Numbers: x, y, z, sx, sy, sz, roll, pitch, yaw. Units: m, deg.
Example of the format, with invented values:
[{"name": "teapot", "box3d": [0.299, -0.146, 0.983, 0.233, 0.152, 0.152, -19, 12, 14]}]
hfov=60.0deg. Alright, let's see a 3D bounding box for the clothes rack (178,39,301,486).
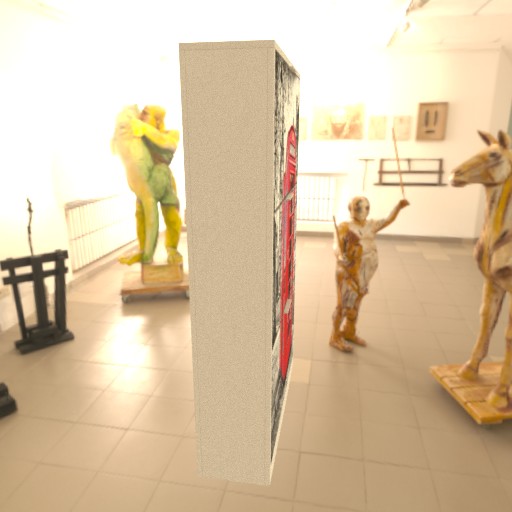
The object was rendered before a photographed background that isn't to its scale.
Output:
[{"name": "clothes rack", "box3d": [0.000, 0.000, 1.586, 0.250, 1.280, 0.750, 3, 17, 10]}]
